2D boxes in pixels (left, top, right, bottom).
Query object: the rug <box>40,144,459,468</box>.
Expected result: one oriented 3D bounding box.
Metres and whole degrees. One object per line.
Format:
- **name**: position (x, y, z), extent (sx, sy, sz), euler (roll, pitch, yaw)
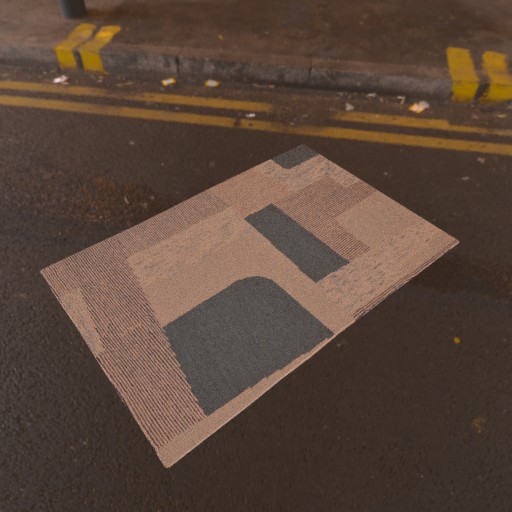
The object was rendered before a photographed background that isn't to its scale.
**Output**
- **rug**: position (0.000, 0.000, 2.338), extent (1.847, 0.020, 1.238), euler (-31, 54, -26)
